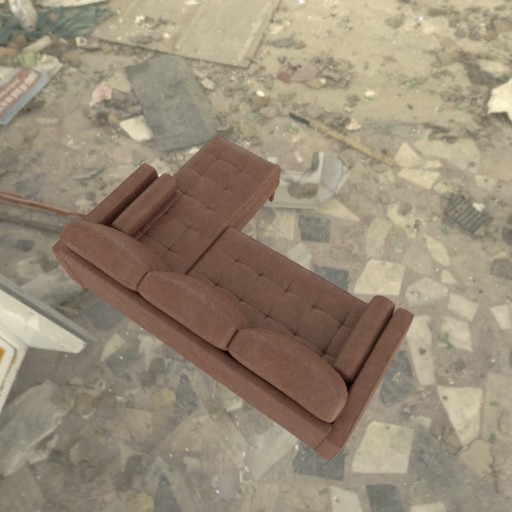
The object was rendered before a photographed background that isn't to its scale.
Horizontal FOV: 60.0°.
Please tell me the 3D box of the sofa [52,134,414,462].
[{"bbox_3d":[0.000,0.000,3.053,2.185,0.841,1.613,30,64,17],"label":"sofa"}]
